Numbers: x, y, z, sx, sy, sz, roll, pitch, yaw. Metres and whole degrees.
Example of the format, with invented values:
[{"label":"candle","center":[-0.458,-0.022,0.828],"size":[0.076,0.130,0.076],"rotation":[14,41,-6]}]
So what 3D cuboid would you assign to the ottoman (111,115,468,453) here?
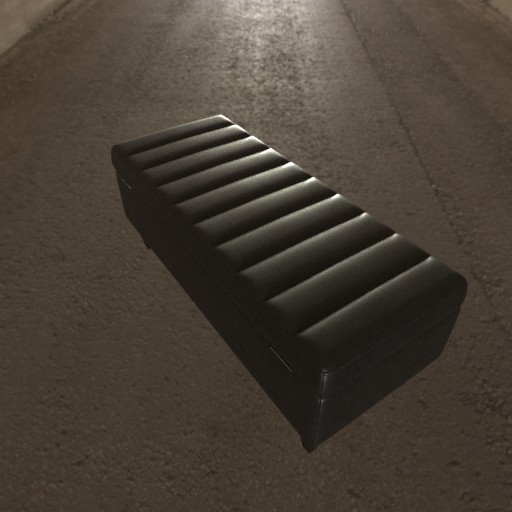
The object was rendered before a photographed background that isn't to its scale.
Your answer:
[{"label":"ottoman","center":[0.000,0.000,1.442],"size":[0.482,0.469,1.151],"rotation":[-25,47,-25]}]
